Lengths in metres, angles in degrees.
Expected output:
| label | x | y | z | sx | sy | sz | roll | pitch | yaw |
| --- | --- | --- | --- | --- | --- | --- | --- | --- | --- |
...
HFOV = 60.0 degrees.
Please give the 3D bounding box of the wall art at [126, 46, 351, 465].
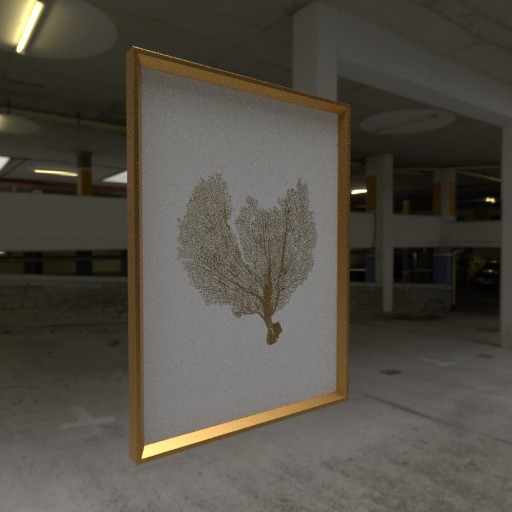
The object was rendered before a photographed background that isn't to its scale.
| label | x | y | z | sx | sy | sz | roll | pitch | yaw |
| --- | --- | --- | --- | --- | --- | --- | --- | --- | --- |
| wall art | 0.000 | 0.000 | 1.053 | 0.610 | 0.812 | 0.038 | -1 | 2 | -36 |
